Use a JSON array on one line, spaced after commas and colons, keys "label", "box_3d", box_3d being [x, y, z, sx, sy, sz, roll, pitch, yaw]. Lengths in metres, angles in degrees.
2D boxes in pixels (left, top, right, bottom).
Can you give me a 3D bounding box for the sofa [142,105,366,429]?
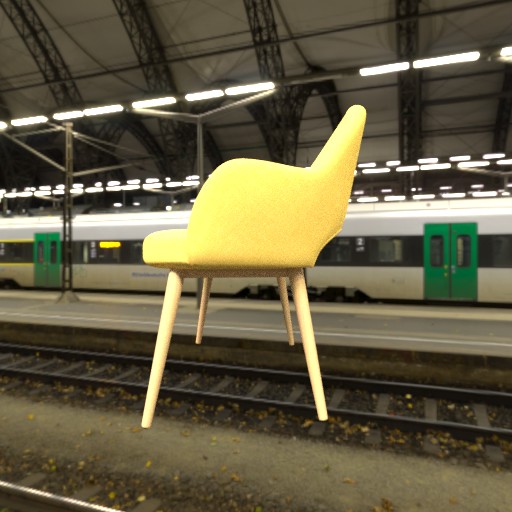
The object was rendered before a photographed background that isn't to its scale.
[{"label": "sofa", "box_3d": [0.000, 0.000, 1.592, 0.610, 0.840, 1.150, 0, 0, 0]}]
